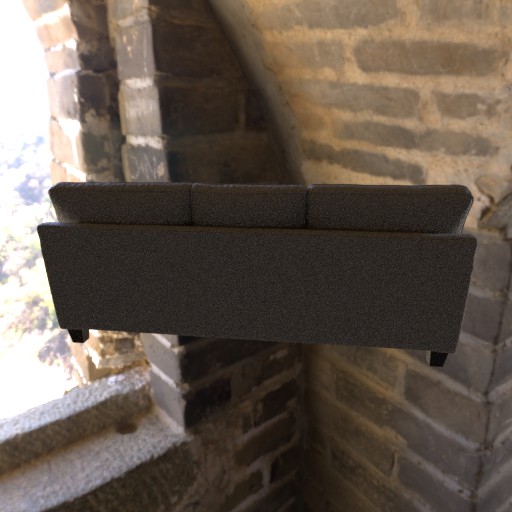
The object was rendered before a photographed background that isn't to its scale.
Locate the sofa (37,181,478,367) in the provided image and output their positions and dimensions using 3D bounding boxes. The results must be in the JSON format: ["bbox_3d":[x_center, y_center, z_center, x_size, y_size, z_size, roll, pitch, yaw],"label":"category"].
[{"bbox_3d":[0.000,0.000,2.815,2.323,0.997,1.016,2,16,8],"label":"sofa"}]
